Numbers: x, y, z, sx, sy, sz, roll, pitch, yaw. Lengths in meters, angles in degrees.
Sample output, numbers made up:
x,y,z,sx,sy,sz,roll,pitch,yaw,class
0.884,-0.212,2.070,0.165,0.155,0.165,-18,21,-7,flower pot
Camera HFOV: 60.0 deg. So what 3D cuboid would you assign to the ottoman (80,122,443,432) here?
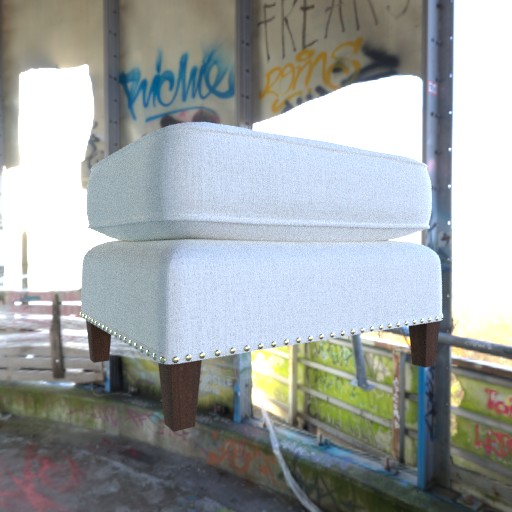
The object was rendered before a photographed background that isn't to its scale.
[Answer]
x,y,z,sx,sy,sz,roll,pitch,yaw,class
0.000,0.000,1.119,0.738,0.537,0.589,-1,2,-34,ottoman
